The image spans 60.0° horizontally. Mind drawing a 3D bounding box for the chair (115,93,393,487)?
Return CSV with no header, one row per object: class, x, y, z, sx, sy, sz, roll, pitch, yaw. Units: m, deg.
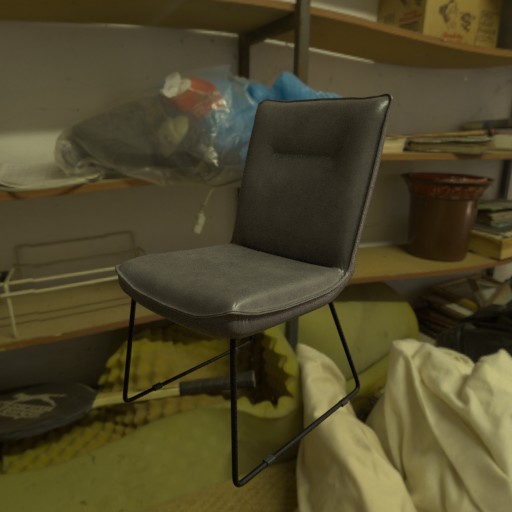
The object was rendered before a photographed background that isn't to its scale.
chair,0.000,0.000,1.331,0.515,0.932,0.688,15,22,41
